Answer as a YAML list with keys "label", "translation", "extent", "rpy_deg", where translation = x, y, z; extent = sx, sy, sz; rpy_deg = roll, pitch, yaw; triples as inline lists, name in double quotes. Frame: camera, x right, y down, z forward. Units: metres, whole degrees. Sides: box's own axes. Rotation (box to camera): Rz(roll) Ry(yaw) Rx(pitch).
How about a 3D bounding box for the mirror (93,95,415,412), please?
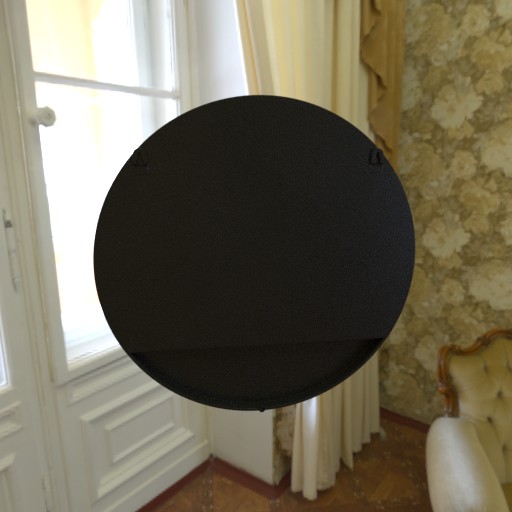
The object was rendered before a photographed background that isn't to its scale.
- label: "mirror"
  translation: [0.000, 0.000, 0.685]
  extent: [0.457, 0.457, 0.133]
  rpy_deg: [-2, 13, -8]
